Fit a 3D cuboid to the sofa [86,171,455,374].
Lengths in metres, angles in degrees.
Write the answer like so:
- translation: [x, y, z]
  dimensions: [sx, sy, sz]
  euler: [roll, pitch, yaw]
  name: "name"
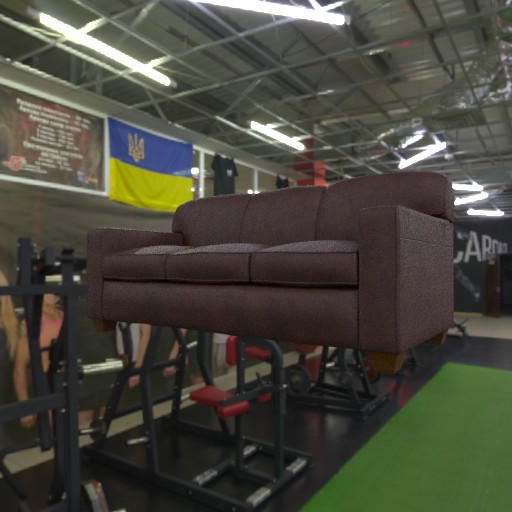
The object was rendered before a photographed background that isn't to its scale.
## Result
- translation: [0.000, 0.000, 2.633]
  dimensions: [2.039, 0.953, 1.008]
  euler: [-1, -1, 35]
  name: "sofa"
